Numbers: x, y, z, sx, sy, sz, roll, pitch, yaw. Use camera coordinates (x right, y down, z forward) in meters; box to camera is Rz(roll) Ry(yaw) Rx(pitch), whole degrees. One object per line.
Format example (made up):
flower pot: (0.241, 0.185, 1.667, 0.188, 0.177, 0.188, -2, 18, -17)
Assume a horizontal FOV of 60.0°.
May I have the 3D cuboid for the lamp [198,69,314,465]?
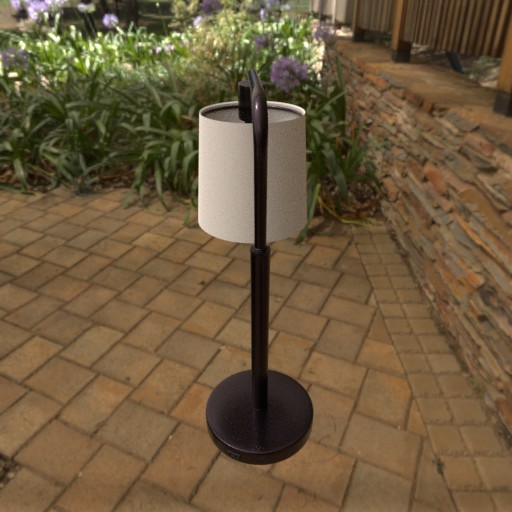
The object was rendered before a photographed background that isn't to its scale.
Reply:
lamp: (0.000, 0.000, 0.645, 0.171, 0.489, 0.333, -2, 29, -3)
